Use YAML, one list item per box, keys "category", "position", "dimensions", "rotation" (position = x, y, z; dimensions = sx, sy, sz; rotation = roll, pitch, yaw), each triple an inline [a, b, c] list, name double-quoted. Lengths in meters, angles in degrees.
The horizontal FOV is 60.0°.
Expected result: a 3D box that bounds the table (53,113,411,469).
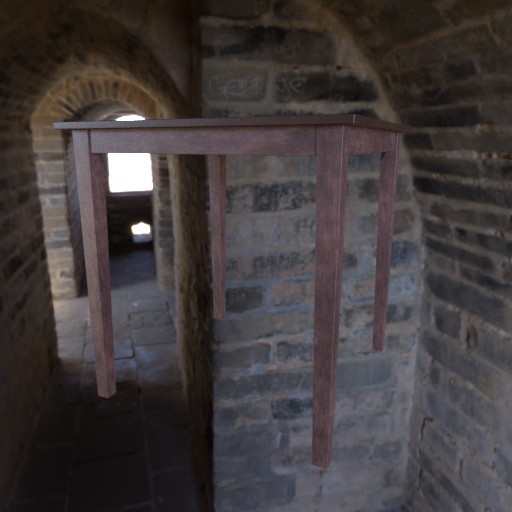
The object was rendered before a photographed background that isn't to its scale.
- category: "table"
  position: [0.000, 0.000, 1.355]
  dimensions: [0.749, 0.770, 0.749]
  rotation: [7, 16, 25]
